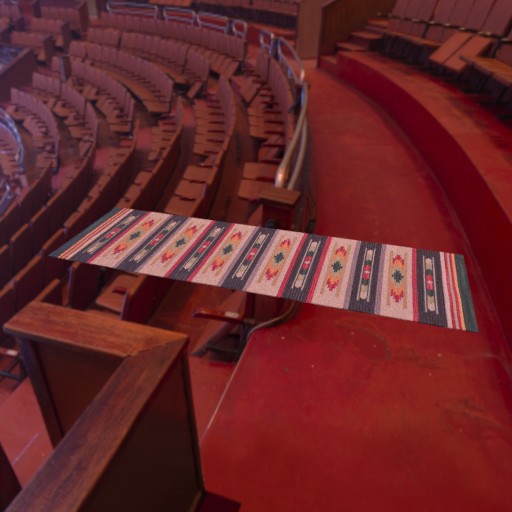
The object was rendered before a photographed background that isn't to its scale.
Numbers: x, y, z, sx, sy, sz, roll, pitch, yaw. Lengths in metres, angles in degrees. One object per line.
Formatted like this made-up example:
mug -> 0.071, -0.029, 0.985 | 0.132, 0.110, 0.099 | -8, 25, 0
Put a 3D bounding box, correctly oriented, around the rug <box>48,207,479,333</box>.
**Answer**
rug -> 0.000, 0.000, 2.722 | 2.440, 0.009, 0.760 | 9, 32, 14
